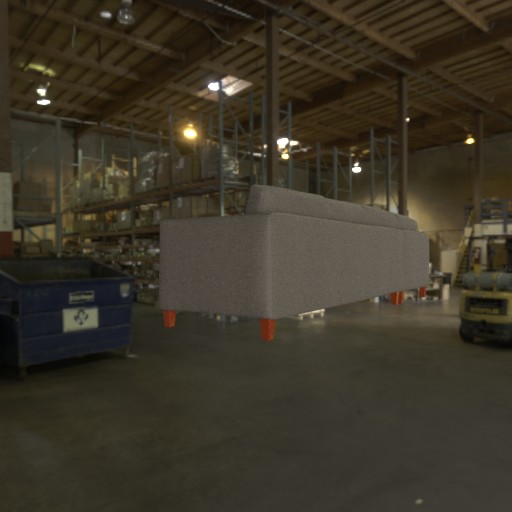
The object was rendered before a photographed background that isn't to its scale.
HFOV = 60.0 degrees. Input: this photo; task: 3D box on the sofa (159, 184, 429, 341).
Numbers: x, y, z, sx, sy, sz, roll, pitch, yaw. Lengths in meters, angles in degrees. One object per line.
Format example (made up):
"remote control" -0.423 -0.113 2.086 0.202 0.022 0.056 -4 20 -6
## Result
"sofa" 0.000 0.000 4.509 2.593 0.947 3.302 0 0 36
